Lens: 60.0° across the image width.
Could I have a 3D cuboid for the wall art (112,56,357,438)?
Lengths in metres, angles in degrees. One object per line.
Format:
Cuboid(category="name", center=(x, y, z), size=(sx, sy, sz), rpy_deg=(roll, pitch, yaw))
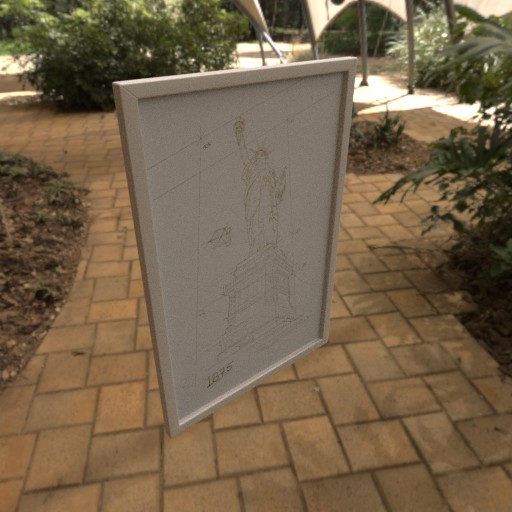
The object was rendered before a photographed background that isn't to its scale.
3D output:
Cuboid(category="wall art", center=(0.000, 0.000, 1.032), size=(0.556, 0.813, 0.026), rpy_deg=(-22, 37, -33))
